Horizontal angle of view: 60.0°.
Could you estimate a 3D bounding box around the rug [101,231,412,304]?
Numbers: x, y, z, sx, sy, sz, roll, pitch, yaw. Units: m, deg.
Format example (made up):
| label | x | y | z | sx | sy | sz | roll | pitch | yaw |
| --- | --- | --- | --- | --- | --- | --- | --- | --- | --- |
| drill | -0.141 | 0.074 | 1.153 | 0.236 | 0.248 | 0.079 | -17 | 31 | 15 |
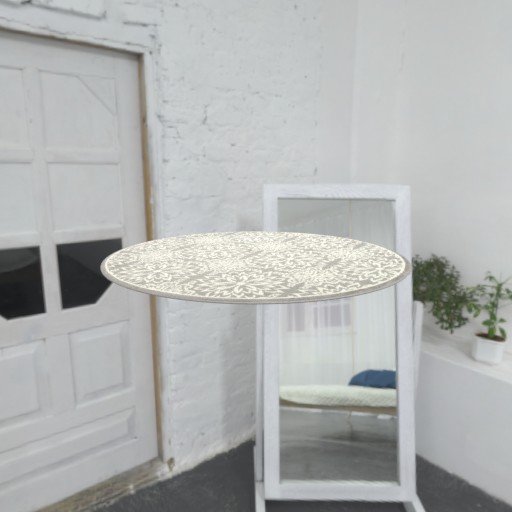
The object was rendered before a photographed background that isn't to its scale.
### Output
| label | x | y | z | sx | sy | sz | roll | pitch | yaw |
| --- | --- | --- | --- | --- | --- | --- | --- | --- | --- |
| rug | 0.000 | 0.000 | 2.398 | 1.593 | 0.012 | 1.593 | 0 | 13 | 0 |
